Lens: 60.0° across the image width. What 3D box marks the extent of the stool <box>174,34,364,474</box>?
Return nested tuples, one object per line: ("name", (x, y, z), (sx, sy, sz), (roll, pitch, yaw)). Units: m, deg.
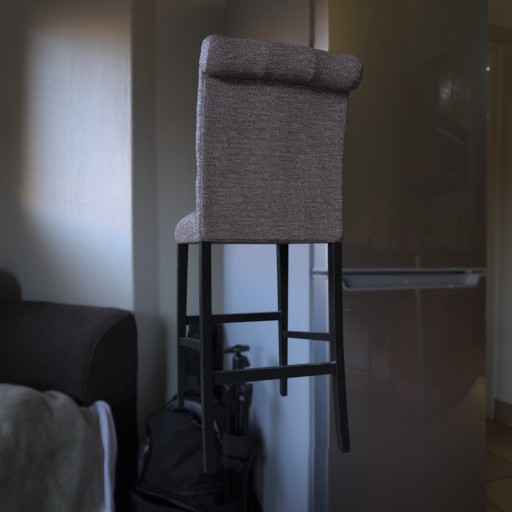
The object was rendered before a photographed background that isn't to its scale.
("stool", (0.000, 0.000, 1.432), (0.452, 1.131, 0.613), (0, 1, -18))
